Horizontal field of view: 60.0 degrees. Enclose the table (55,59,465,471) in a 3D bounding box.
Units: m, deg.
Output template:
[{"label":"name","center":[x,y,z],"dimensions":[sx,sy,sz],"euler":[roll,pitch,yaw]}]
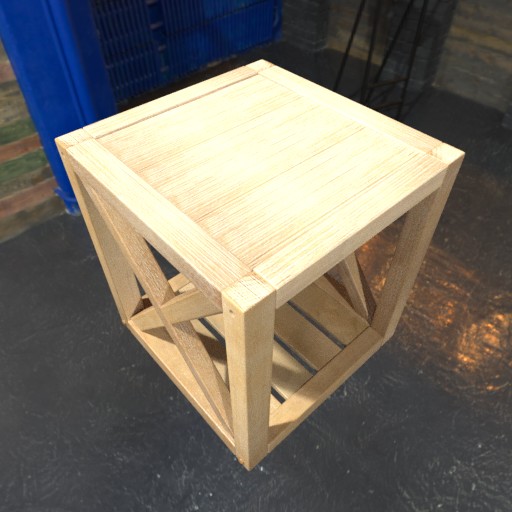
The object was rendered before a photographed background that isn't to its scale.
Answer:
[{"label":"table","center":[0.000,0.000,1.057],"dimensions":[0.558,0.610,0.559],"euler":[-33,55,-28]}]
